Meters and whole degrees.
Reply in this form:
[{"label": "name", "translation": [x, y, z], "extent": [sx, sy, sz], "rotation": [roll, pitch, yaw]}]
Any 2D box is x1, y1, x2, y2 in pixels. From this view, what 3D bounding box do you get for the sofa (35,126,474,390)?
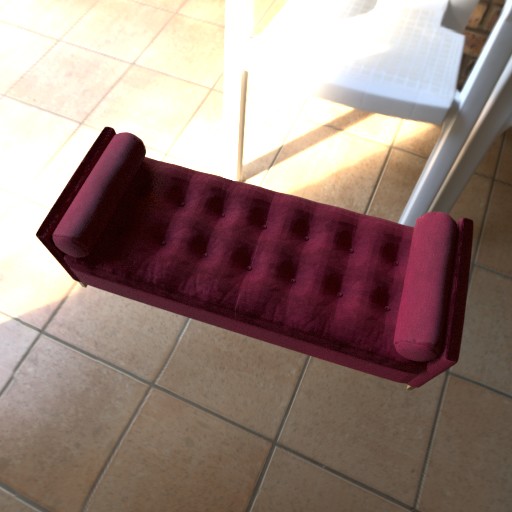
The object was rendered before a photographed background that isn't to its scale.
[{"label": "sofa", "translation": [0.000, 0.000, 2.479], "extent": [2.102, 0.705, 0.796], "rotation": [16, 63, 8]}]
